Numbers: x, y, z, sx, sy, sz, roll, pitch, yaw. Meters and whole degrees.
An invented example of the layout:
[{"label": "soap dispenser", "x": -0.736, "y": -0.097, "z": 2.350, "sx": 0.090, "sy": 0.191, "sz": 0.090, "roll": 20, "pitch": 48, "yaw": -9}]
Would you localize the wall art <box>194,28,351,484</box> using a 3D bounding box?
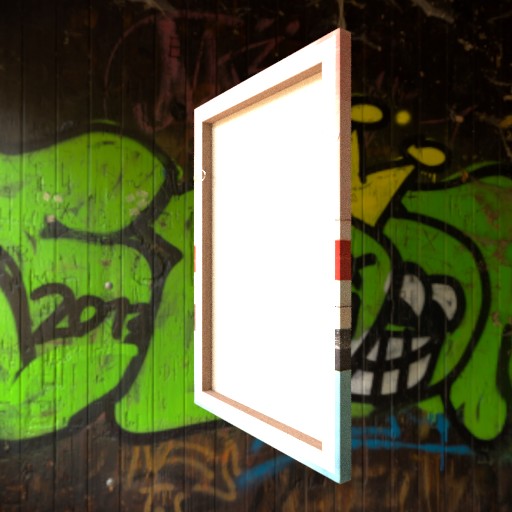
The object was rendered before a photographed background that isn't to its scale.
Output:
[{"label": "wall art", "x": 0.000, "y": 0.000, "z": 1.142, "sx": 0.038, "sy": 0.914, "sz": 0.610, "roll": 0, "pitch": 0, "yaw": -36}]
